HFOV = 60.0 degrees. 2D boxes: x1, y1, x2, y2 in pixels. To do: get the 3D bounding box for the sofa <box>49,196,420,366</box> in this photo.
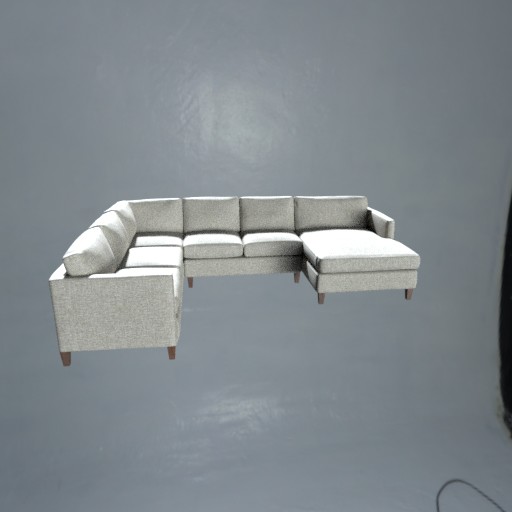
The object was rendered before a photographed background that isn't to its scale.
[{"bbox_3d":[0.000,0.000,4.748,3.460,0.959,2.593,-2,17,-7],"label":"sofa"}]
